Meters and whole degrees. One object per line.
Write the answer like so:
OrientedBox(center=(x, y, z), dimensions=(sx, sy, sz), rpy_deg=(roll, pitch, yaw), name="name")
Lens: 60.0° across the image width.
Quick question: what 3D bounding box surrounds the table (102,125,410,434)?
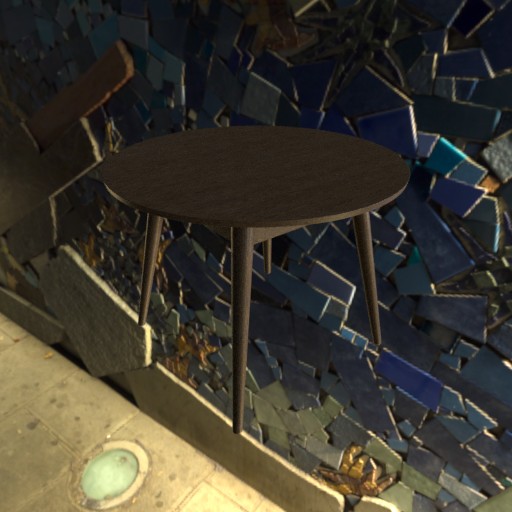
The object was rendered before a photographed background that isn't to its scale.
OrientedBox(center=(0.000, 0.000, 1.771), dimensions=(1.053, 0.786, 1.053), rpy_deg=(0, 29, 0), name="table")
